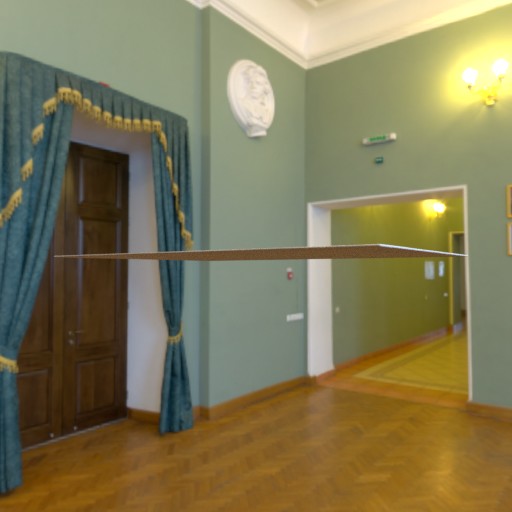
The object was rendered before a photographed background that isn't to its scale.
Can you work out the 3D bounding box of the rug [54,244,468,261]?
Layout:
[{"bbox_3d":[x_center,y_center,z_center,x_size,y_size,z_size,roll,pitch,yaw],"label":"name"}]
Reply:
[{"bbox_3d":[0.000,0.000,2.360,1.839,0.009,1.236,-1,-2,37],"label":"rug"}]
